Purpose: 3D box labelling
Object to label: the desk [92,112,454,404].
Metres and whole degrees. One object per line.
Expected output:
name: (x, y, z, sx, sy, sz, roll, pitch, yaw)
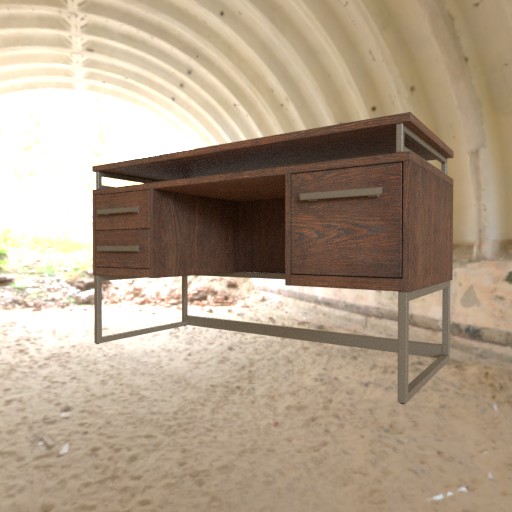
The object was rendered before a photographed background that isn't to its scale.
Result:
desk: (0.000, 0.000, 1.813, 1.384, 0.792, 0.610, 1, 1, 34)
